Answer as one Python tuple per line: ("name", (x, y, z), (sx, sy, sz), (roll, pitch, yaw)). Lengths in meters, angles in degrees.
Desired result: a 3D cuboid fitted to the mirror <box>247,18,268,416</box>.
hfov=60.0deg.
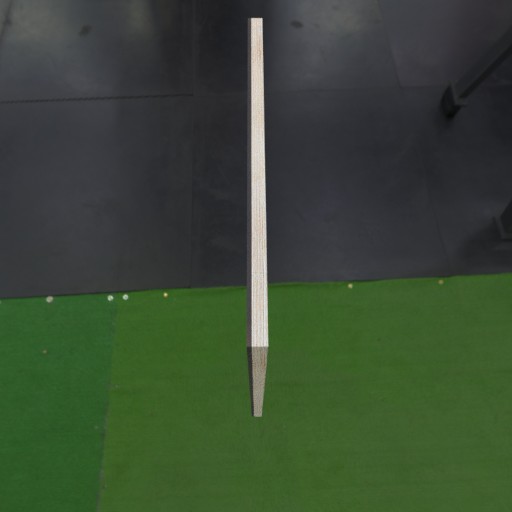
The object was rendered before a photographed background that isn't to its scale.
("mirror", (0.000, 0.000, 1.208), (0.032, 0.882, 0.730), (0, 64, 0))
